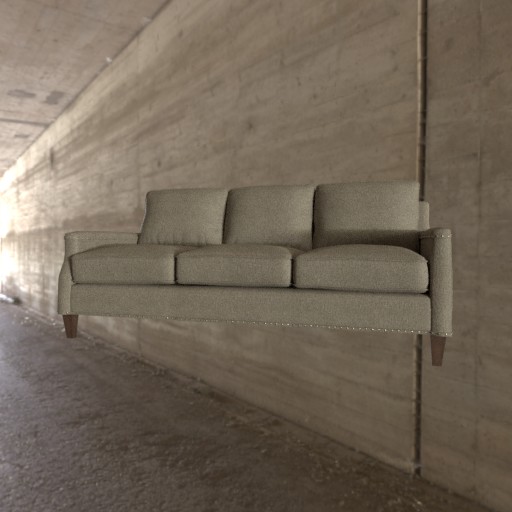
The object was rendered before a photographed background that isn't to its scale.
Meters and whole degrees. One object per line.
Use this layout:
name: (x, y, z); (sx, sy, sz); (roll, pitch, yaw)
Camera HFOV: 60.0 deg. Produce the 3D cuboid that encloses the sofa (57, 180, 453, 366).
sofa: (0.000, 0.000, 2.873); (2.246, 1.003, 1.084); (0, 2, 17)
